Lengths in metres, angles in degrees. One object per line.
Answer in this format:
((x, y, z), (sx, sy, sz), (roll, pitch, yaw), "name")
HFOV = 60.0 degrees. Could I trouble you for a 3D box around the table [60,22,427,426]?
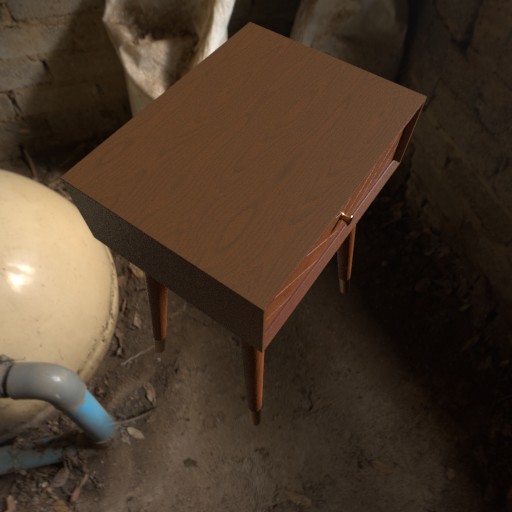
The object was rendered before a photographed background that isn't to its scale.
((0.000, 0.000, 0.816), (0.300, 0.599, 0.406), (31, 64, 17), "table")
